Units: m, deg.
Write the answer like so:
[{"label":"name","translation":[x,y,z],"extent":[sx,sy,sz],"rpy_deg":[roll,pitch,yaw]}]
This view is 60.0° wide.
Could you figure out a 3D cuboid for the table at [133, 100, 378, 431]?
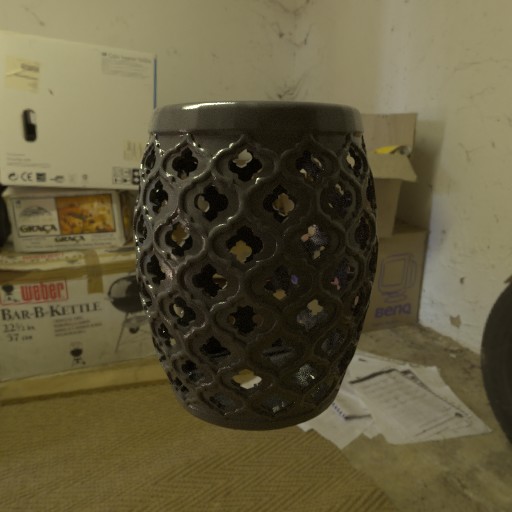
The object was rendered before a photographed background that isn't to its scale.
[{"label":"table","translation":[0.000,0.000,0.615],"extent":[0.325,0.388,0.325],"rpy_deg":[0,15,0]}]
